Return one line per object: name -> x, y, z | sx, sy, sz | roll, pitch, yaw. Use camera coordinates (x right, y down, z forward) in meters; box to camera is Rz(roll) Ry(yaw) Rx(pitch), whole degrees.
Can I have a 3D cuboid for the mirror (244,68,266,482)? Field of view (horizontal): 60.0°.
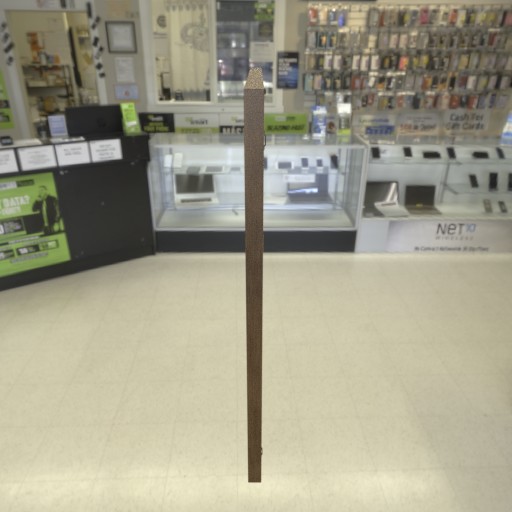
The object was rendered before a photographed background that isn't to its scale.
mirror -> 0.000, 0.000, 1.342 | 0.041, 1.016, 0.762 | 0, 26, 0
